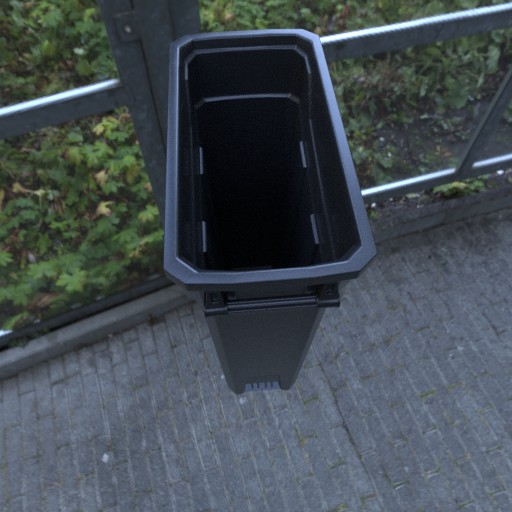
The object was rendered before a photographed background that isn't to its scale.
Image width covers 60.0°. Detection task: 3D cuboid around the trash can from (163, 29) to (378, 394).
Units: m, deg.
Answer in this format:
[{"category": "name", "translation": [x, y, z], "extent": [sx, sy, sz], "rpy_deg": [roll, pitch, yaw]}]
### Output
[{"category": "trash can", "translation": [0.000, 0.000, 1.026], "extent": [0.281, 0.762, 0.559], "rpy_deg": [-4, 59, -3]}]
